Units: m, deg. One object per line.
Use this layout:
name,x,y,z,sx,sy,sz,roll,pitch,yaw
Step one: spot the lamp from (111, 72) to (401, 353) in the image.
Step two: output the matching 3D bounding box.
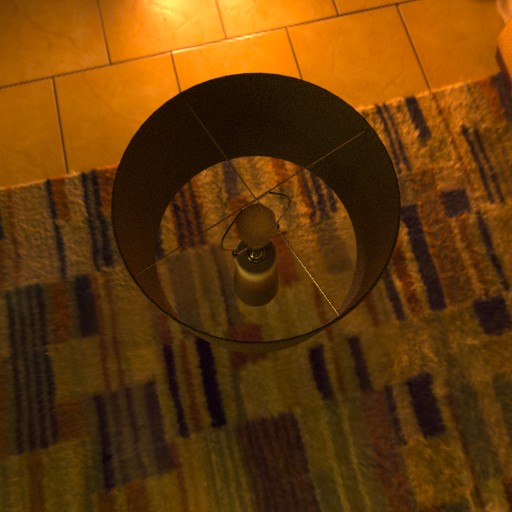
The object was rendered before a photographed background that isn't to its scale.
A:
lamp,0.000,0.000,0.699,0.303,0.488,0.303,0,75,0
